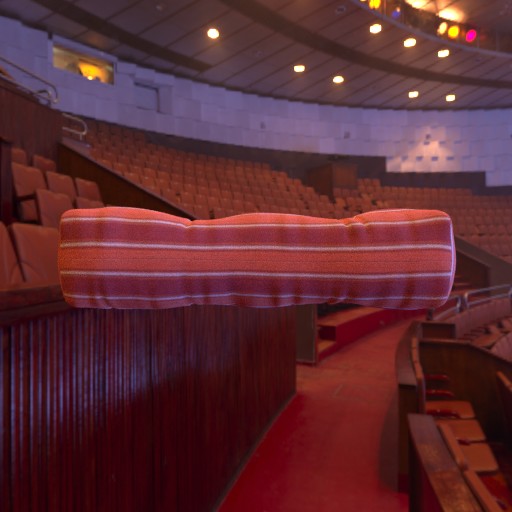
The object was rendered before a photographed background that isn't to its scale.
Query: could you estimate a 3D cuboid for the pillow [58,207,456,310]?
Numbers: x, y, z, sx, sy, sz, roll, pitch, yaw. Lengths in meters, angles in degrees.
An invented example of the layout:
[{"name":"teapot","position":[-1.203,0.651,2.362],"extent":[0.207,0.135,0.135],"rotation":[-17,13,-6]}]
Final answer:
[{"name":"pillow","position":[0.000,0.000,0.730],"extent":[0.468,0.133,0.490],"rotation":[0,0,0]}]
